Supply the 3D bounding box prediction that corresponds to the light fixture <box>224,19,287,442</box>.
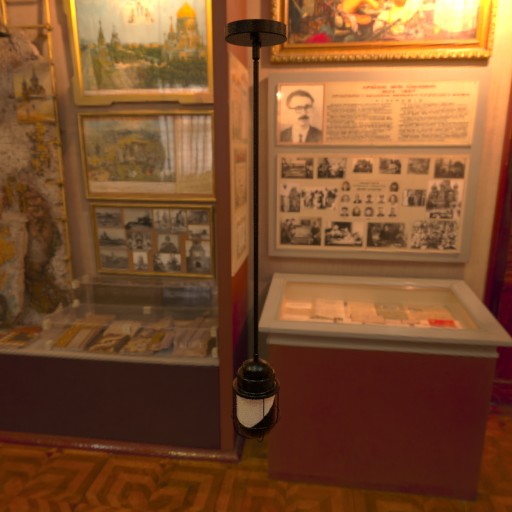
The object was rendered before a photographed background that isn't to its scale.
[{"bbox_3d":[0.000,0.000,0.977,0.123,0.920,0.123,2,14,10],"label":"light fixture"}]
